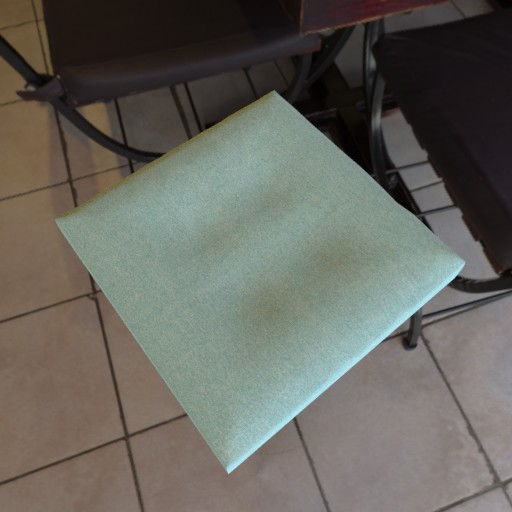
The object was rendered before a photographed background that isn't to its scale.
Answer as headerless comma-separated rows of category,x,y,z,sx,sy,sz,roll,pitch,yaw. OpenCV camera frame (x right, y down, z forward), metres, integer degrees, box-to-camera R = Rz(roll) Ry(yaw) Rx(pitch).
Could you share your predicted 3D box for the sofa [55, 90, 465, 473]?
sofa,0.000,0.000,1.481,0.930,0.330,0.930,-35,69,-16
